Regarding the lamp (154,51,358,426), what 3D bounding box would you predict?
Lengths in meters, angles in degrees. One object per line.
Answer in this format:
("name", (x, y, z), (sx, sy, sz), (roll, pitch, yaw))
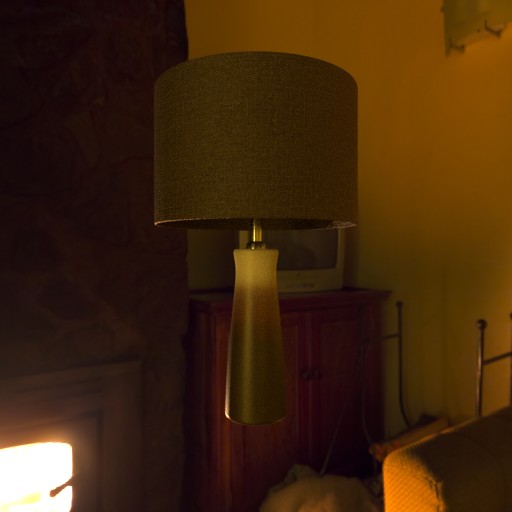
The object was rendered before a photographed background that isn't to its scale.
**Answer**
("lamp", (0.000, 0.000, 0.678), (0.303, 0.488, 0.303), (0, 0, 0))
